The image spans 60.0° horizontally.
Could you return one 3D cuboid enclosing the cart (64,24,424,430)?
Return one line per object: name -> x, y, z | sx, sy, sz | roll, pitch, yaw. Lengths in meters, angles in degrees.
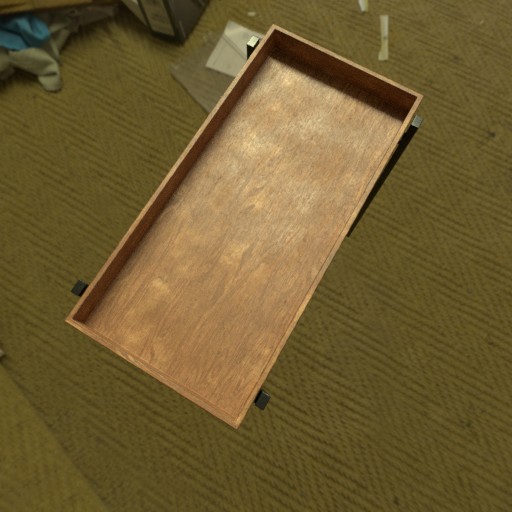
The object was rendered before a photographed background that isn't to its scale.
cart -> 0.000, 0.000, 1.236 | 0.411, 0.800, 0.750 | 29, 76, 8
